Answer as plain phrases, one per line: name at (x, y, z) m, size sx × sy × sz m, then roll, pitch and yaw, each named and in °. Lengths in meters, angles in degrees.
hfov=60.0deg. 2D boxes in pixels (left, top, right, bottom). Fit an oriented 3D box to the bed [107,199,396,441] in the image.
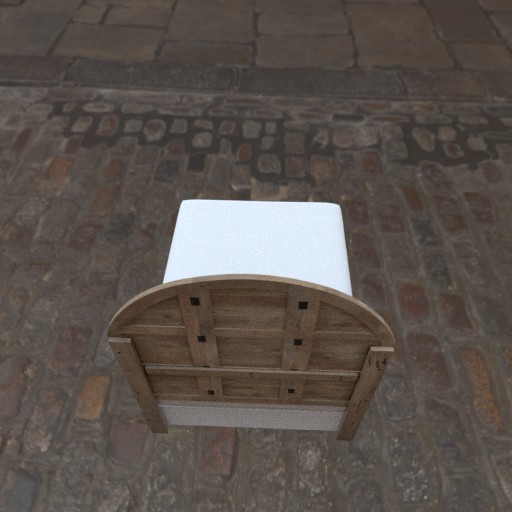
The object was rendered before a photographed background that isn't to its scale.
bed at (0.000, 0.000, 3.500) m, size 1.713 × 2.002 × 2.112 m, roll 2°, pitch 49°, yaw 1°
